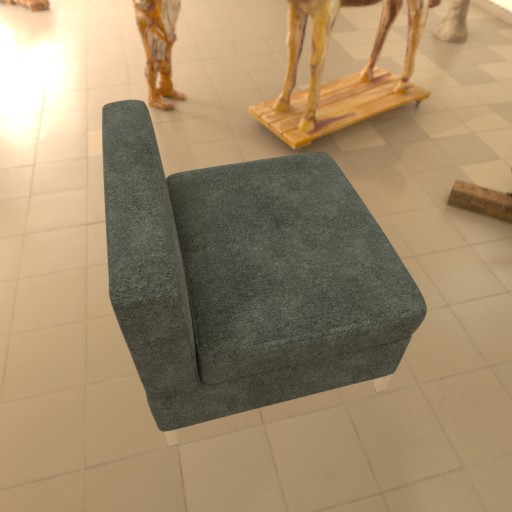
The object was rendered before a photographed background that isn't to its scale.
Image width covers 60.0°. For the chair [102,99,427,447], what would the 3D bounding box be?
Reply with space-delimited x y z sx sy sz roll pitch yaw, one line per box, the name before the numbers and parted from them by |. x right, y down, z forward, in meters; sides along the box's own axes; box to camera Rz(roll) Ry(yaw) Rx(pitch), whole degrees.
chair | 0.000 0.000 1.210 0.680 0.660 0.680 -11 48 -10
